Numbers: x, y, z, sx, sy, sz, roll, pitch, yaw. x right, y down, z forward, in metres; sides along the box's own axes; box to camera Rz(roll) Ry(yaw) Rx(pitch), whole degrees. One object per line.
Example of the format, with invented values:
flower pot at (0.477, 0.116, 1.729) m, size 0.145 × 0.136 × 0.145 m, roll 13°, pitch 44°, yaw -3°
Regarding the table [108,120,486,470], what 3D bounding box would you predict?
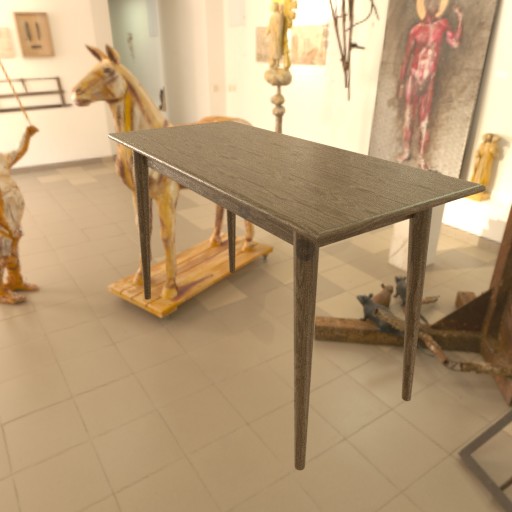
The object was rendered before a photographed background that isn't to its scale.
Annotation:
table at (0.000, 0.000, 1.683) m, size 0.599 × 0.780 × 1.300 m, roll -17°, pitch 31°, yaw -31°
